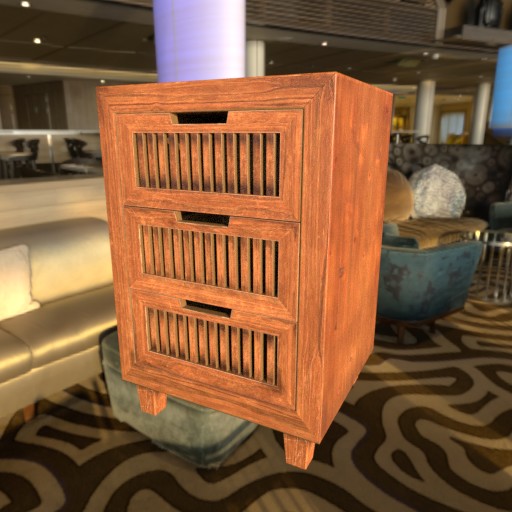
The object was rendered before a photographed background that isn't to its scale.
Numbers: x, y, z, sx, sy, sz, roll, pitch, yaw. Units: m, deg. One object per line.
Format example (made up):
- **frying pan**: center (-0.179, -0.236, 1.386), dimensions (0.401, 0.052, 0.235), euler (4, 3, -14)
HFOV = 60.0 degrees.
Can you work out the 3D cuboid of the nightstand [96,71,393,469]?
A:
- **nightstand**: center (0.000, 0.000, 0.989), dimensions (0.465, 0.695, 0.410), euler (8, 17, 26)
